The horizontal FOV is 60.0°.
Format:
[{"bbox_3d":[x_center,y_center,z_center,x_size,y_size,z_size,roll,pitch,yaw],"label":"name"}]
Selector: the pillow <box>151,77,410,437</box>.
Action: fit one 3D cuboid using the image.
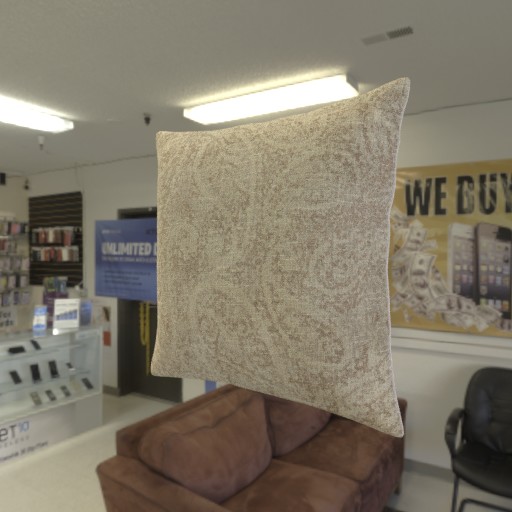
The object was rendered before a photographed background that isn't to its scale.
[{"bbox_3d":[0.000,0.000,0.776,0.523,0.510,0.166,1,1,35],"label":"pillow"}]
